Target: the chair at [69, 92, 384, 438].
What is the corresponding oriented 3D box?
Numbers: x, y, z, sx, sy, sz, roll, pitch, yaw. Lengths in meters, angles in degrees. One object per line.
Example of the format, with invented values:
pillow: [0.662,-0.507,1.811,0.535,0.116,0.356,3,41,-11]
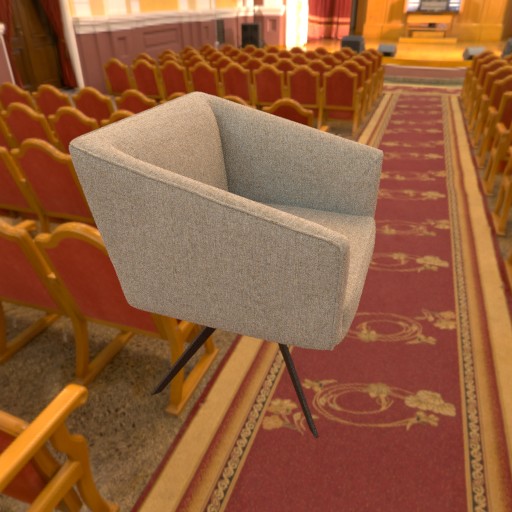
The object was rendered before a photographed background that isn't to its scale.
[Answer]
chair: [0.000,0.000,1.262,0.623,0.760,0.628,10,32,17]
